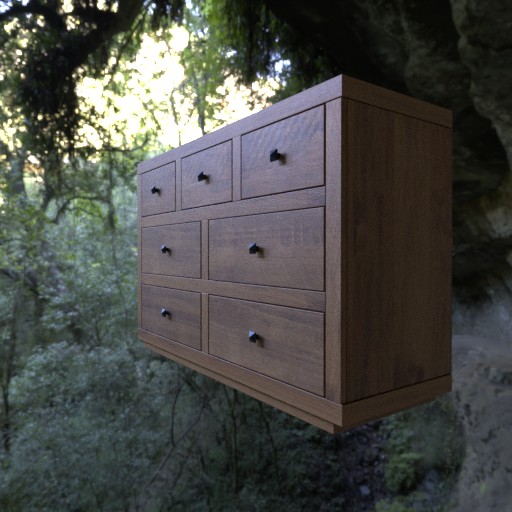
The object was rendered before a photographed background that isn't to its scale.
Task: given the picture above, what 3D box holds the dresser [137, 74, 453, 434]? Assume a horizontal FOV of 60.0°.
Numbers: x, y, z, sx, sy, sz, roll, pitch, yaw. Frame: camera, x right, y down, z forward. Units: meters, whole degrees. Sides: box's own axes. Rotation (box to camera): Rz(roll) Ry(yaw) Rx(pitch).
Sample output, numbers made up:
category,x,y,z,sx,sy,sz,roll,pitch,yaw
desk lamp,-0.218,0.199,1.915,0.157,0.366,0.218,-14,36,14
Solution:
category,x,y,z,sx,sy,sz,roll,pitch,yaw
dresser,0.000,0.000,1.627,0.479,0.825,1.261,0,1,-36
